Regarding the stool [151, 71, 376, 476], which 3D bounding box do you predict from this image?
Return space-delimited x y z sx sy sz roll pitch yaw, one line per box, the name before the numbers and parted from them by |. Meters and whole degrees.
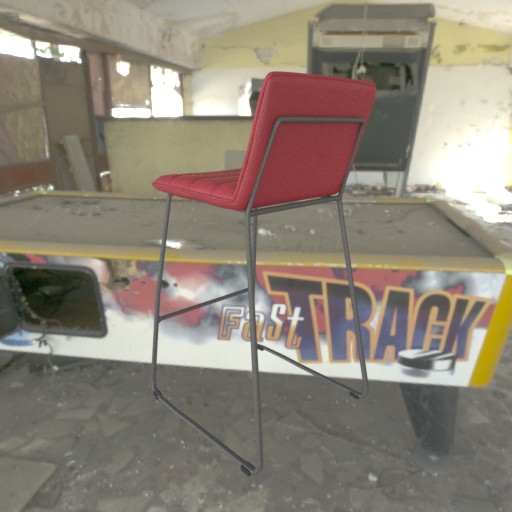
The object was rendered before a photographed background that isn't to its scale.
stool | 0.000 0.000 1.281 0.489 0.937 0.524 -15 22 -41
